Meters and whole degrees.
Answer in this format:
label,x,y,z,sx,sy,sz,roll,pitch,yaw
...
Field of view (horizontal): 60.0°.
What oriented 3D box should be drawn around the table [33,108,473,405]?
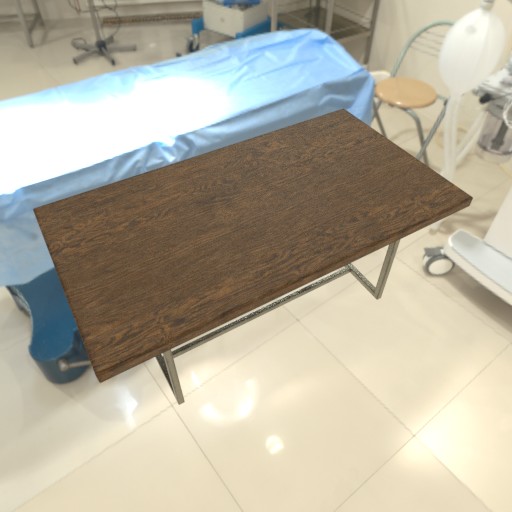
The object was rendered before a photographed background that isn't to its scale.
label,x,y,z,sx,sy,sz,roll,pitch,yaw
table,0.000,0.000,2.560,1.989,0.795,1.078,-23,51,-20
